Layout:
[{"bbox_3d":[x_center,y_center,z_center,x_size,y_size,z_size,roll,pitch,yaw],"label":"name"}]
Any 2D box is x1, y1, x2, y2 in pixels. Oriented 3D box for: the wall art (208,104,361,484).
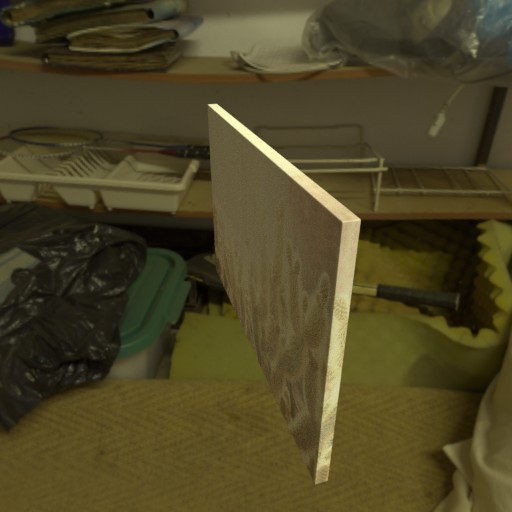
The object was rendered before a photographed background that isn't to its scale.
[{"bbox_3d":[0.000,0.000,1.455,0.041,0.758,1.142,-9,31,-15],"label":"wall art"}]
